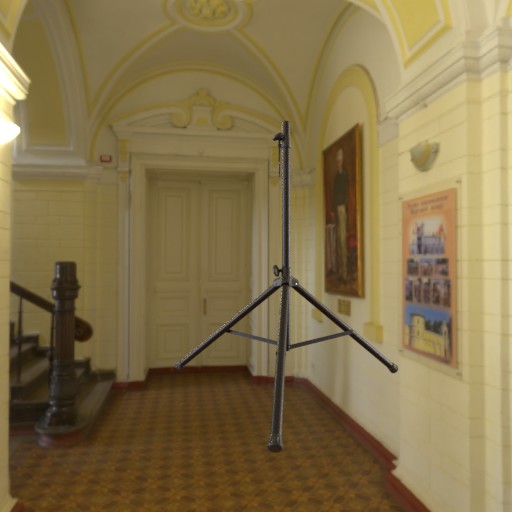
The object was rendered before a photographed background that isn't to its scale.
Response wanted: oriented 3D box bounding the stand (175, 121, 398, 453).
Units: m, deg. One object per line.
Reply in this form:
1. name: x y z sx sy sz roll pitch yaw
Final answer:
1. stand: 0.000 0.000 2.768 1.339 1.595 1.596 0 -1 35
